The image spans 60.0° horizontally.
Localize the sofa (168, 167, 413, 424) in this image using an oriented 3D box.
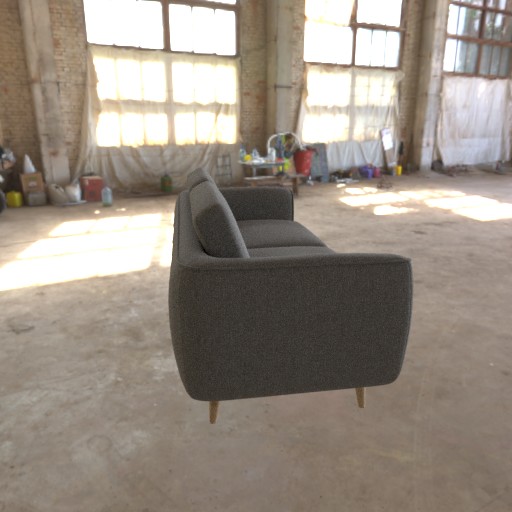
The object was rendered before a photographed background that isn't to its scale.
[{"bbox_3d":[0.000,0.000,2.467,0.920,0.870,2.000,-3,17,-9],"label":"sofa"}]
